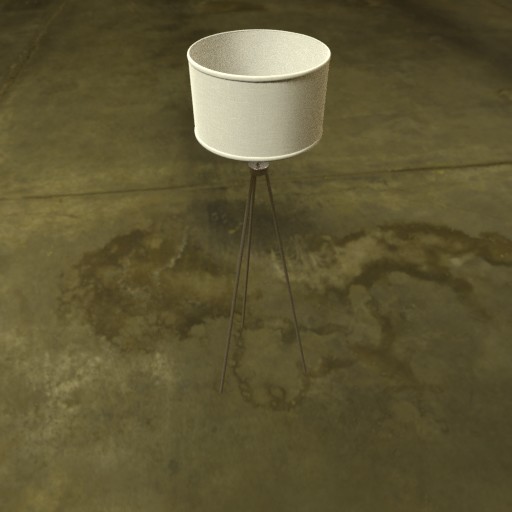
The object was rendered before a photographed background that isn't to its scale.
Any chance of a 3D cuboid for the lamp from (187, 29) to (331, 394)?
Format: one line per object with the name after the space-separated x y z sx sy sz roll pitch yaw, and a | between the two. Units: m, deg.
0.000 0.000 1.768 0.448 1.545 0.458 27 49 27 | lamp
